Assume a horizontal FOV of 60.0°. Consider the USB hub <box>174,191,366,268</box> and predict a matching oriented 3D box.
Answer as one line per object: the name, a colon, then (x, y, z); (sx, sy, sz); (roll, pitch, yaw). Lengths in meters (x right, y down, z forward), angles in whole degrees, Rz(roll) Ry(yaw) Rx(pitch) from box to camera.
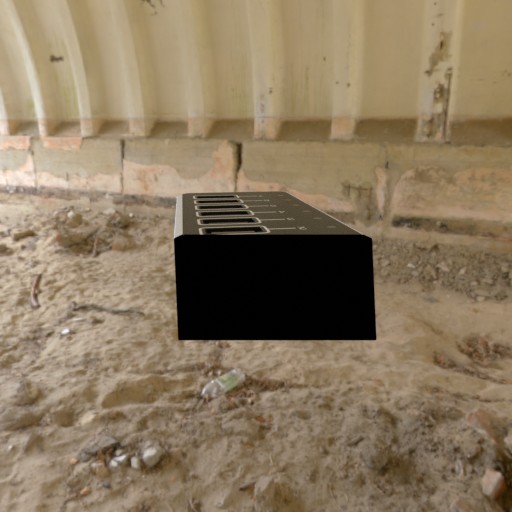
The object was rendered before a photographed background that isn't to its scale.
USB hub: (0.000, 0.000, 0.126); (0.044, 0.023, 0.110); (-2, 16, -9)
